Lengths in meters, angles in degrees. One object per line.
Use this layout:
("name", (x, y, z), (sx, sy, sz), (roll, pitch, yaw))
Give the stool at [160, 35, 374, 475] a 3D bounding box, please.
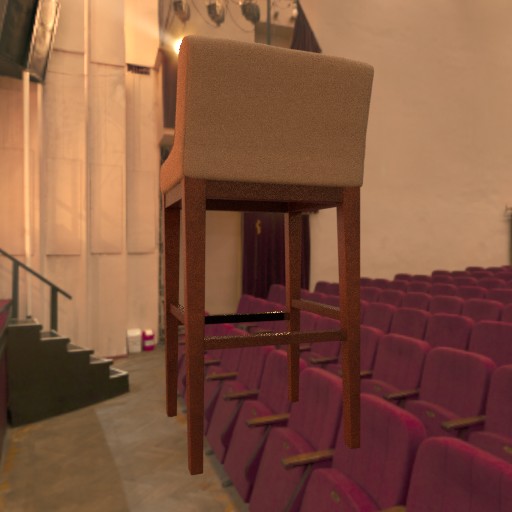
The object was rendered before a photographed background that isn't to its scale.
("stool", (0.000, 0.000, 1.305), (0.511, 1.037, 0.500), (0, 0, -19))
